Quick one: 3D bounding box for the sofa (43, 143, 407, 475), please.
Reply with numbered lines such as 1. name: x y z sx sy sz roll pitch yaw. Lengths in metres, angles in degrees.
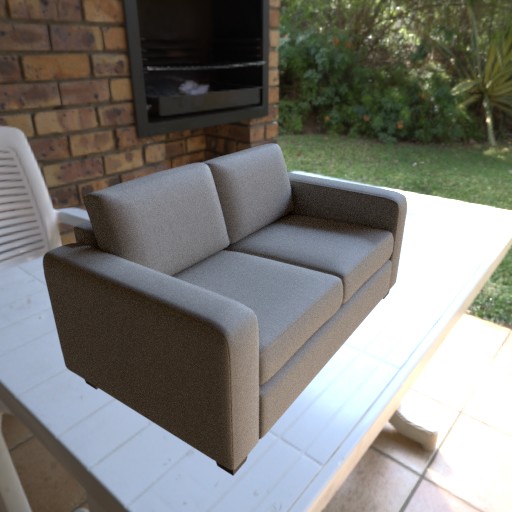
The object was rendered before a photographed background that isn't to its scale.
1. sofa: 0.000 0.000 2.029 0.900 0.800 1.540 17 30 31
